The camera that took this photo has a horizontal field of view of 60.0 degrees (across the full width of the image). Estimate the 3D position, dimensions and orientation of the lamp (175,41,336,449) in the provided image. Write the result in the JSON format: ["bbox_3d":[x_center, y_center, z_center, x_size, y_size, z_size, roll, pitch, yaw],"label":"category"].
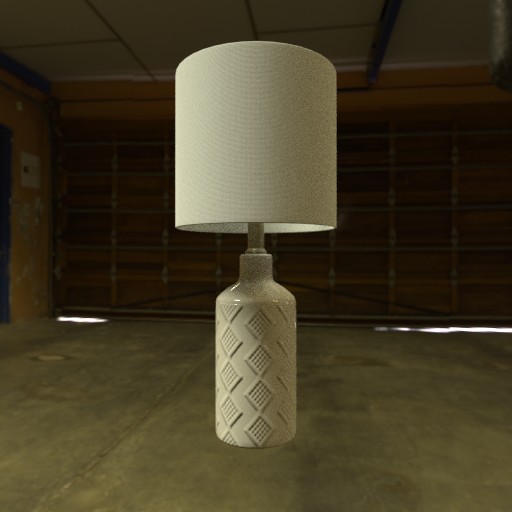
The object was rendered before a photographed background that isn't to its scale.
[{"bbox_3d":[0.000,0.000,0.578,0.207,0.461,0.207,0,0,-37],"label":"lamp"}]
